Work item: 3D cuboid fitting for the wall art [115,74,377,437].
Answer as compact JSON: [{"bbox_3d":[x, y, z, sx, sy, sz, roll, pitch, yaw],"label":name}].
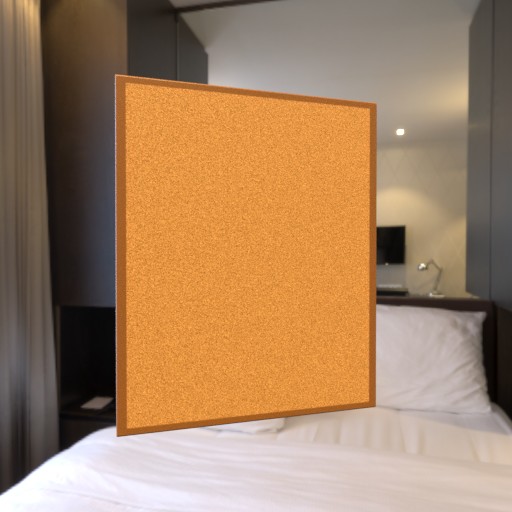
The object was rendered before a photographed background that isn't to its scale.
[{"bbox_3d":[0.000,0.000,0.513,0.310,0.379,0.015,0,1,-17],"label":"wall art"}]
